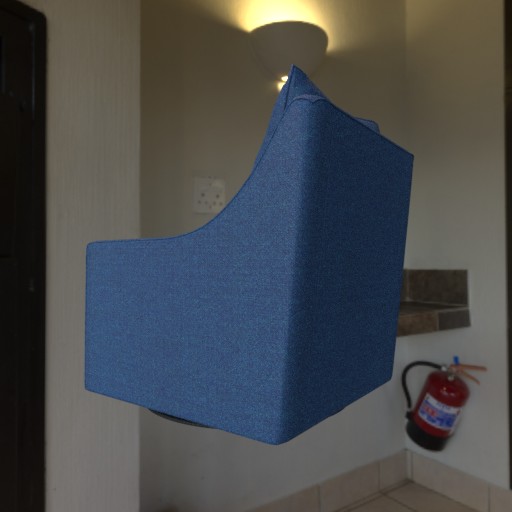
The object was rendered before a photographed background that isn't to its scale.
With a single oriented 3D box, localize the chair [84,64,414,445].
[{"bbox_3d":[0.000,0.000,1.517,0.870,0.939,0.750,-1,-1,37],"label":"chair"}]
